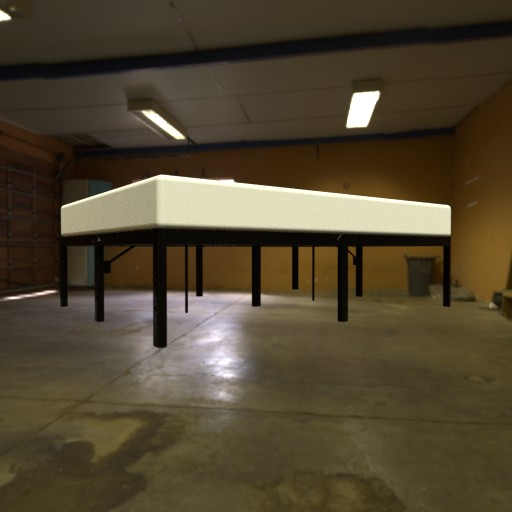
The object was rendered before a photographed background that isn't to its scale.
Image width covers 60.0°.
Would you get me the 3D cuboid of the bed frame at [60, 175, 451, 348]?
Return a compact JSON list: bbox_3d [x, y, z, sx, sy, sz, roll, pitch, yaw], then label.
[{"bbox_3d":[0.000,0.000,2.895,2.072,0.659,1.557,-1,1,-37],"label":"bed frame"}]
